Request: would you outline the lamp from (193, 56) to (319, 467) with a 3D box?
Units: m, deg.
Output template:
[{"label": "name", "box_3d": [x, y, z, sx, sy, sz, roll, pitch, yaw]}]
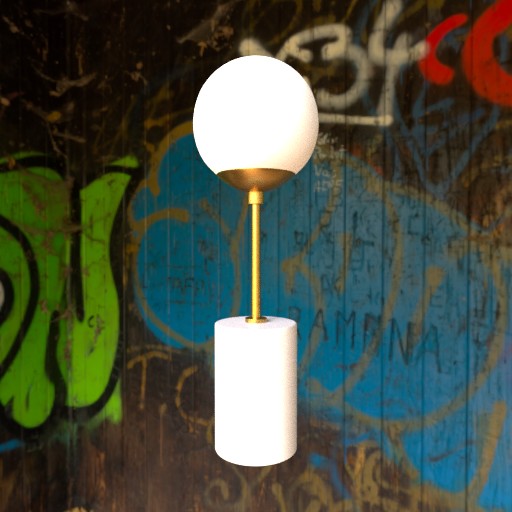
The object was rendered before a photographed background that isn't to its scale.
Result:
[{"label": "lamp", "box_3d": [0.000, 0.000, 0.551, 0.153, 0.480, 0.153, 0, 1, 0]}]
